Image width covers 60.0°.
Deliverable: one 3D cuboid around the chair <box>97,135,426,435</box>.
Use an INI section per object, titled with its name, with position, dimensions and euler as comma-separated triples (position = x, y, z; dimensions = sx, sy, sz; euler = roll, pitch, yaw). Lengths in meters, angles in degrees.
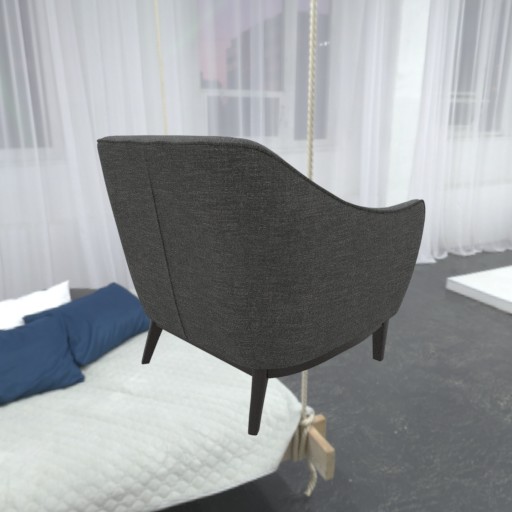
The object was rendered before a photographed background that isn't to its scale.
[chair]
position = 0.000, 0.000, 1.574
dimensions = 0.870, 0.829, 0.851
euler = 15, 21, 43
